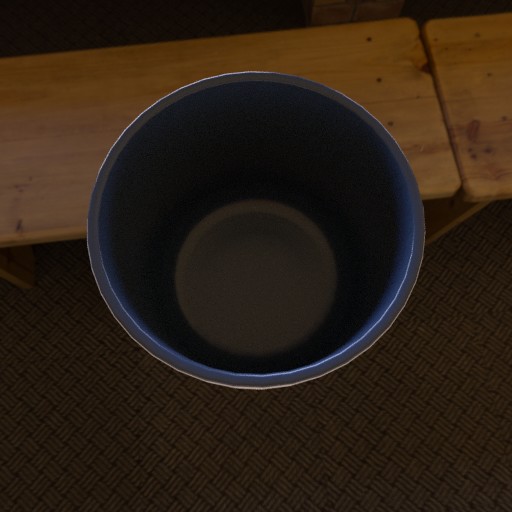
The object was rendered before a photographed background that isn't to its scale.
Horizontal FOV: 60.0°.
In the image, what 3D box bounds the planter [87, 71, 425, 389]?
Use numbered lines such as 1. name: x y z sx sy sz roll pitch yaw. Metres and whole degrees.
1. planter: 0.000 0.000 0.315 0.182 0.165 0.182 0 73 0
